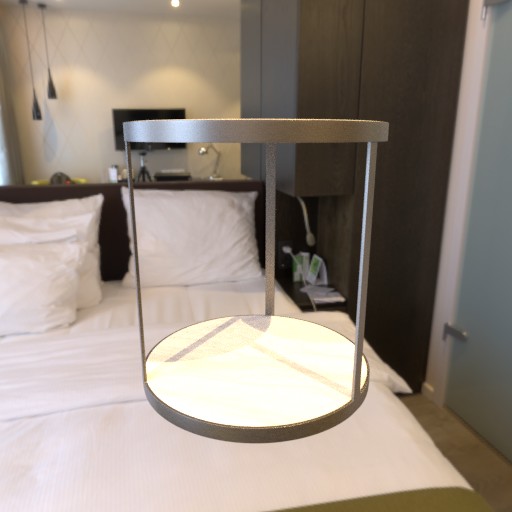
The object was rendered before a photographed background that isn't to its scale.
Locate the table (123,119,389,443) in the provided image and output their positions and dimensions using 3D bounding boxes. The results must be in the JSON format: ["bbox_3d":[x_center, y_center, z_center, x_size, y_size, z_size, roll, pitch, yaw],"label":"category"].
[{"bbox_3d":[0.000,0.000,0.835,0.445,0.479,0.445,0,15,0],"label":"table"}]
